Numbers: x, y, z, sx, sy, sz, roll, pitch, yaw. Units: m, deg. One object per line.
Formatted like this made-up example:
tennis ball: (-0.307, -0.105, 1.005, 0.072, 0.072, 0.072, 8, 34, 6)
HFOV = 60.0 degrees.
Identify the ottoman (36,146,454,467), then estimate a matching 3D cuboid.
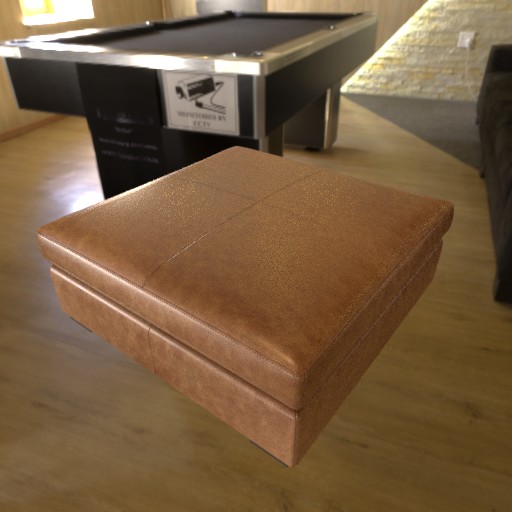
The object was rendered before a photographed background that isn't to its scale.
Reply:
ottoman: (0.000, 0.000, 1.798, 1.168, 0.483, 1.169, 22, 39, 31)
